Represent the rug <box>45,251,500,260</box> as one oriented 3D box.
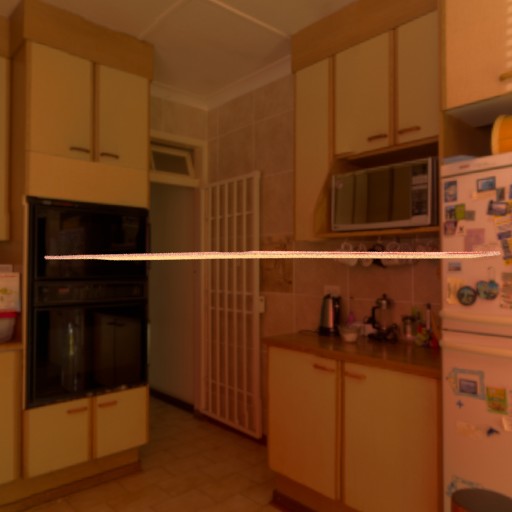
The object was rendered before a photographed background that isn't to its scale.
[{"bbox_3d":[0.000,0.000,2.484,2.320,0.032,0.692,0,-1,18],"label":"rug"}]
